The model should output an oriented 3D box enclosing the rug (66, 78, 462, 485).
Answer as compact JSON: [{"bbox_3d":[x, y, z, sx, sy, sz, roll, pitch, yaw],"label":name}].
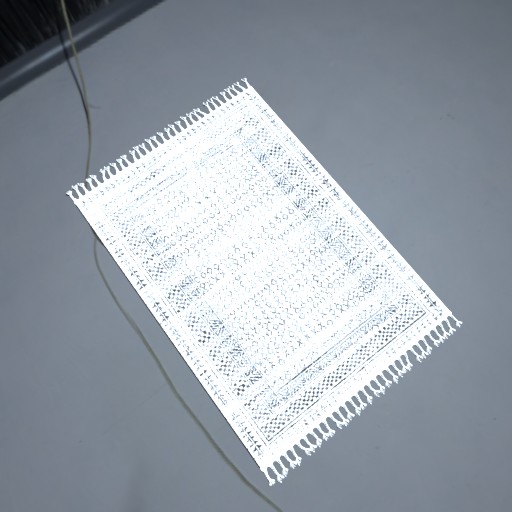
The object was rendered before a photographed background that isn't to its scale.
[{"bbox_3d":[0.000,0.000,2.341,1.243,0.013,1.872,-36,77,-9],"label":"rug"}]
